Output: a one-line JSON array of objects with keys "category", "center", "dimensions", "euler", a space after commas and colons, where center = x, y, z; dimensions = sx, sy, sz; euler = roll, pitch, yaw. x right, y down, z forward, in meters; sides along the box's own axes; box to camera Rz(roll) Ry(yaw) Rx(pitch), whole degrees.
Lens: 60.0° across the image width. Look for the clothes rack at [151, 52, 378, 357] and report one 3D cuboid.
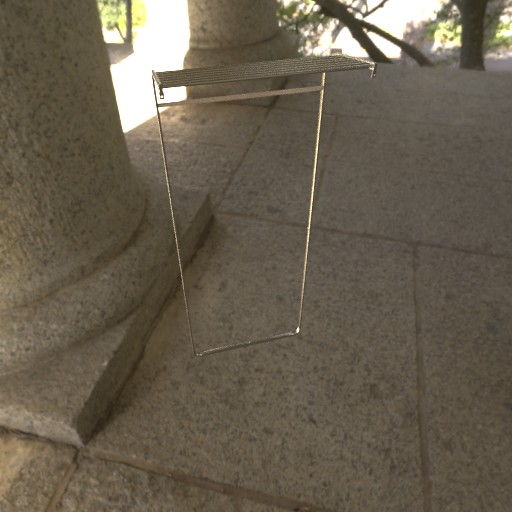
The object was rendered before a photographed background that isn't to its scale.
[{"category": "clothes rack", "center": [0.000, 0.000, 1.813], "dimensions": [0.609, 1.574, 0.349], "euler": [-10, 42, -12]}]
